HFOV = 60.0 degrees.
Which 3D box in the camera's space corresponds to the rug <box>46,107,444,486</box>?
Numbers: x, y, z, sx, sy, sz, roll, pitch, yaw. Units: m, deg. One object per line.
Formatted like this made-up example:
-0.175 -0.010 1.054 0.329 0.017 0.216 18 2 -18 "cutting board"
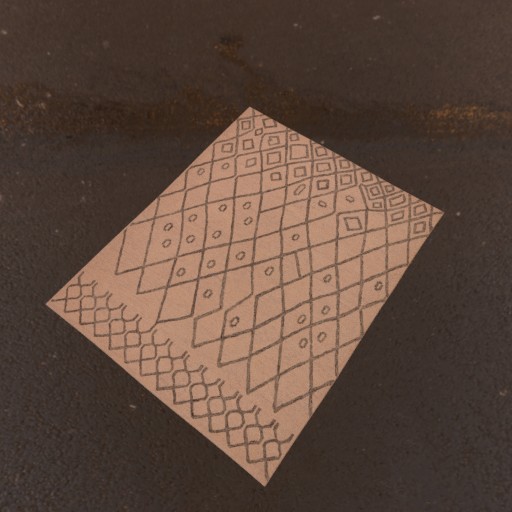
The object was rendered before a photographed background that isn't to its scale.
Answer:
0.000 0.000 4.213 2.446 0.015 3.046 33 67 16 "rug"
